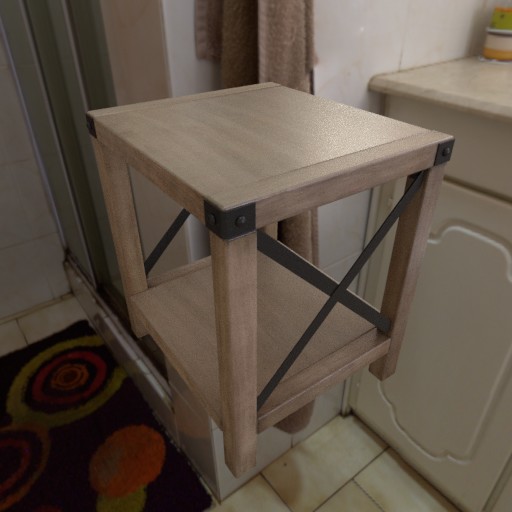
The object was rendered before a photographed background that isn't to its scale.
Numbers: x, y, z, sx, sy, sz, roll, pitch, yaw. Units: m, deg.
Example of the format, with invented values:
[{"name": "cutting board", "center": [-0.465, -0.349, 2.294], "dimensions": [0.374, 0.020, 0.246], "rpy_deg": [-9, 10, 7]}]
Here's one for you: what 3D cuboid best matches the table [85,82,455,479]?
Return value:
[{"name": "table", "center": [0.000, 0.000, 0.932], "dimensions": [0.459, 0.561, 0.510], "rpy_deg": [-21, 39, -29]}]
